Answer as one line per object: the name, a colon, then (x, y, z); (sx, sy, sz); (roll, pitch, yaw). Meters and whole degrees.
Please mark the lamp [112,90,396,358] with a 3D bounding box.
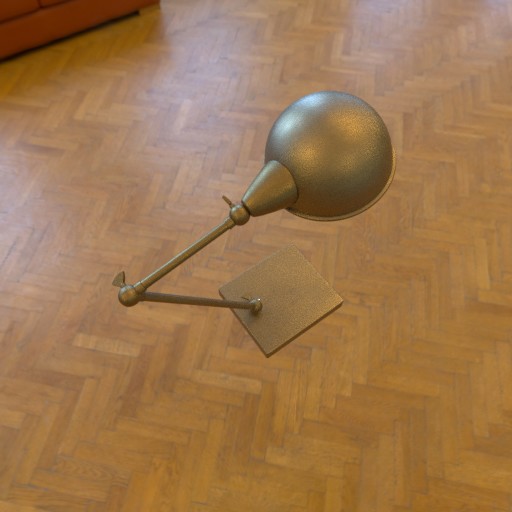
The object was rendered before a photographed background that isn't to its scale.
lamp: (0.000, 0.000, 0.562); (0.339, 0.371, 0.149); (-32, 64, -17)
